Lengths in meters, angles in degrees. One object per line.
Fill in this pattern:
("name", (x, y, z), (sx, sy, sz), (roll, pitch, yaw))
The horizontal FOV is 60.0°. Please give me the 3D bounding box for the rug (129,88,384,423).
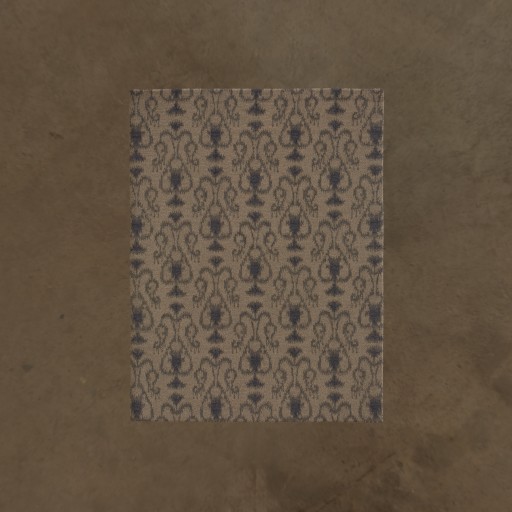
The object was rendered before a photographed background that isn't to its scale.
("rug", (0.000, 0.000, 4.256), (2.437, 0.015, 3.205), (0, 91, 1))
